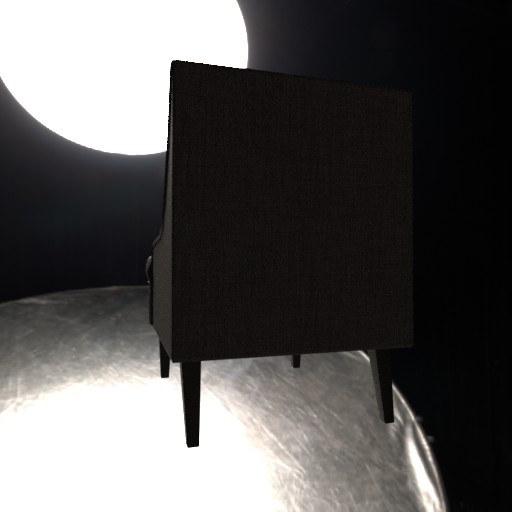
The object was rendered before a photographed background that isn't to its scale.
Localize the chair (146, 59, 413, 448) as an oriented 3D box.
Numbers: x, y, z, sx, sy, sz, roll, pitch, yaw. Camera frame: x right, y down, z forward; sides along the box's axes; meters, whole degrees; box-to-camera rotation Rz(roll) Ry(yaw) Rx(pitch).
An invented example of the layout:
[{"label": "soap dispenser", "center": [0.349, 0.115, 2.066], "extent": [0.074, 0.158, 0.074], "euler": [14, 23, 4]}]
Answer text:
[{"label": "chair", "center": [0.000, 0.000, 1.432], "extent": [0.655, 0.891, 0.771], "euler": [0, -1, -17]}]
